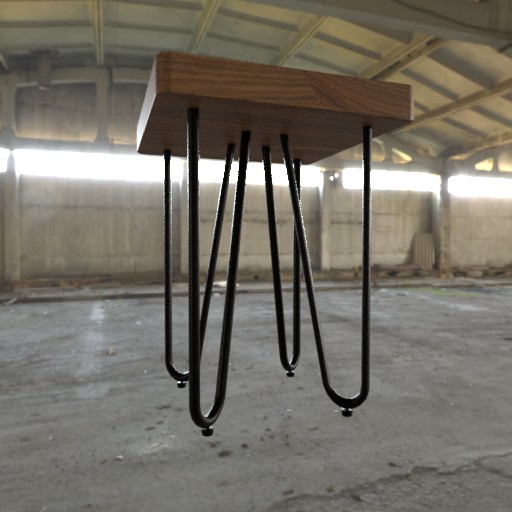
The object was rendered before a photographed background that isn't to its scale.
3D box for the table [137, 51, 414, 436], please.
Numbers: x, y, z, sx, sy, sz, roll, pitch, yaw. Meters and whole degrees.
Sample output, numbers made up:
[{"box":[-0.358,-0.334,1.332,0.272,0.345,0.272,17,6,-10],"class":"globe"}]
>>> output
[{"box":[0.000,0.000,0.982,0.480,0.641,0.479,0,1,-19],"class":"table"}]
